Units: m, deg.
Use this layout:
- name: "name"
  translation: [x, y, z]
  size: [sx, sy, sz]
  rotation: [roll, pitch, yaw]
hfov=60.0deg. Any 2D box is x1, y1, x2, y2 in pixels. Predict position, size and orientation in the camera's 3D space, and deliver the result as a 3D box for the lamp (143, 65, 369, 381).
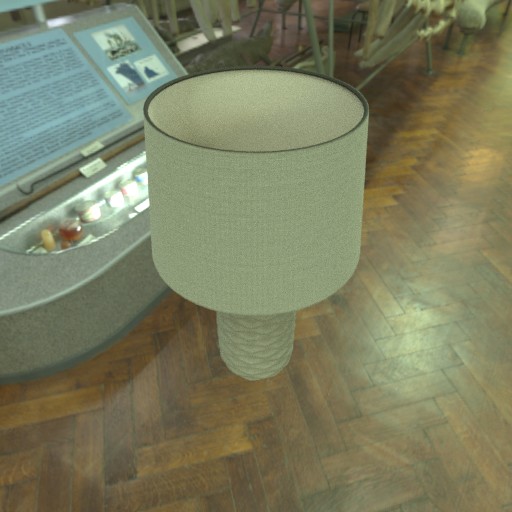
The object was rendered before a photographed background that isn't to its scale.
- name: "lamp"
  translation: [0.000, 0.000, 0.839]
  size: [0.376, 0.594, 0.376]
  rotation: [0, 40, 0]
